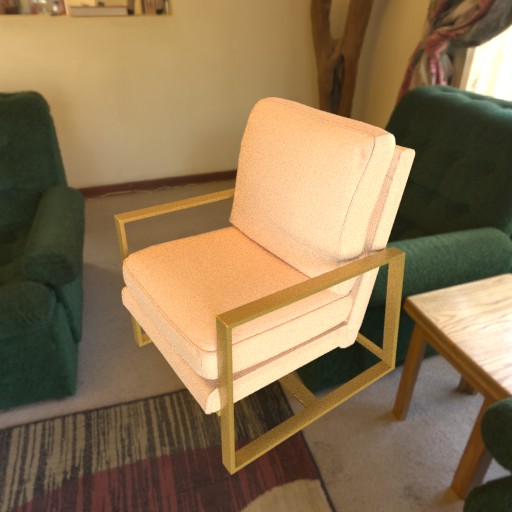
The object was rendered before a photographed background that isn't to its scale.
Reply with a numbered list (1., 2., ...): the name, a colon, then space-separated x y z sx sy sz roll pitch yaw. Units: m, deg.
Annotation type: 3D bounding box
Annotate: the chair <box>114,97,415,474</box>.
1. chair: 0.000 0.000 1.570 0.813 0.956 0.758 -20 37 -30
